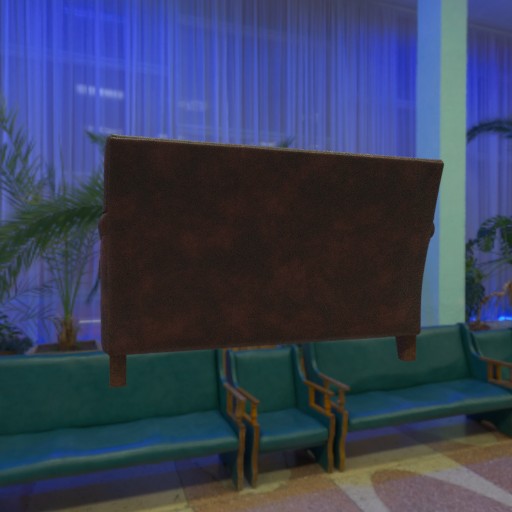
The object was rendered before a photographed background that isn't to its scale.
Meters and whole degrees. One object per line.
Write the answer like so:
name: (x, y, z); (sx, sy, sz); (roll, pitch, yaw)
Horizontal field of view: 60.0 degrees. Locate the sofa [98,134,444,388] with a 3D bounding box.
sofa: (0.000, 0.000, 2.384); (1.628, 1.070, 1.148); (0, 1, -18)
